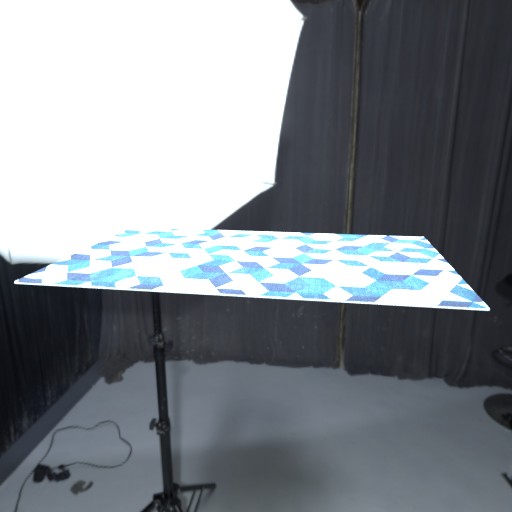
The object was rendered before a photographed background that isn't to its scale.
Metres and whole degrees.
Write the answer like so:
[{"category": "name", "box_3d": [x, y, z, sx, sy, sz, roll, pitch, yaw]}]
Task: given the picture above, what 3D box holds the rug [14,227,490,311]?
[{"category": "rug", "box_3d": [0.000, 0.000, 2.959, 2.438, 0.015, 1.518, 2, 15, 9]}]
